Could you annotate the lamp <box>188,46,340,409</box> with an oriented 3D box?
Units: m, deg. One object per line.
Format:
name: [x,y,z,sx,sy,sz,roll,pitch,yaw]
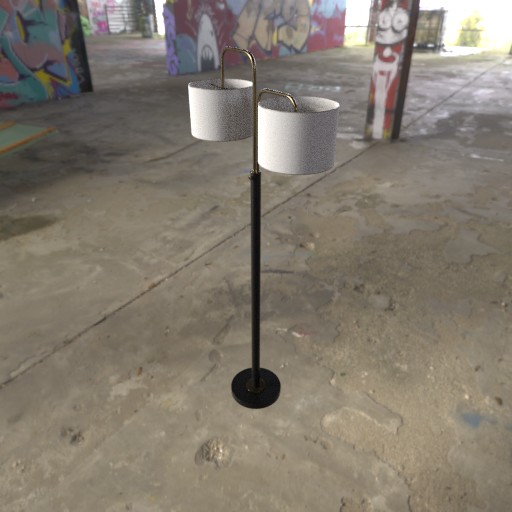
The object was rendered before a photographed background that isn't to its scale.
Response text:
lamp: [0.000,0.000,1.882,0.254,1.587,0.711,-20,36,-30]
